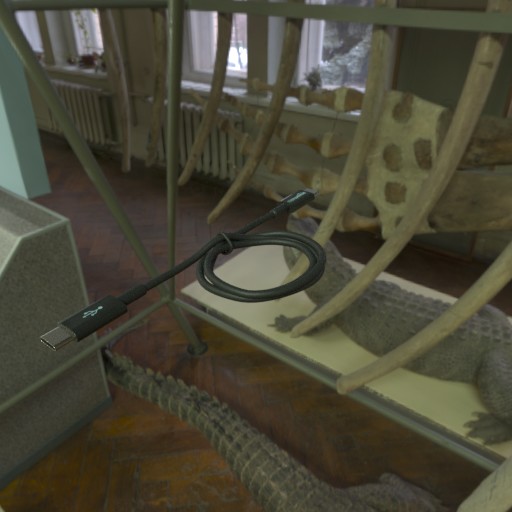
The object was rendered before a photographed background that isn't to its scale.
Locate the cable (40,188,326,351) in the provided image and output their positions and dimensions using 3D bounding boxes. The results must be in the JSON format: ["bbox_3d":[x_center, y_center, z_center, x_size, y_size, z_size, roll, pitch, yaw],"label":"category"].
[{"bbox_3d":[0.000,0.000,0.231,0.070,0.014,0.203,21,36,31],"label":"cable"}]
